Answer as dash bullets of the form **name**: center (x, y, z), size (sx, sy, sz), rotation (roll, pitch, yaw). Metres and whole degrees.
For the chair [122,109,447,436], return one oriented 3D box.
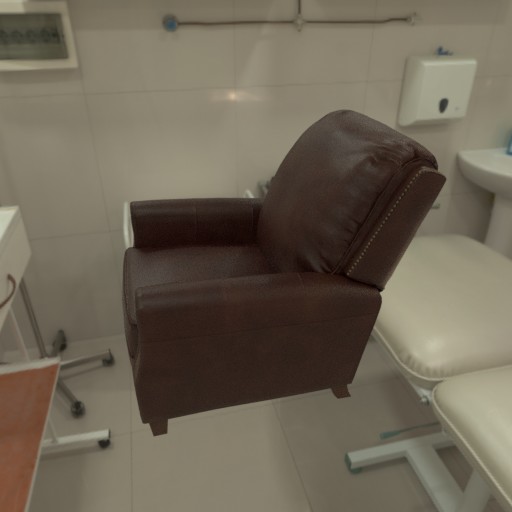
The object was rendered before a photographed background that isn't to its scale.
- **chair**: center (0.000, 0.000, 1.779), size (1.089, 1.022, 0.826), rotation (-7, 31, -12)
